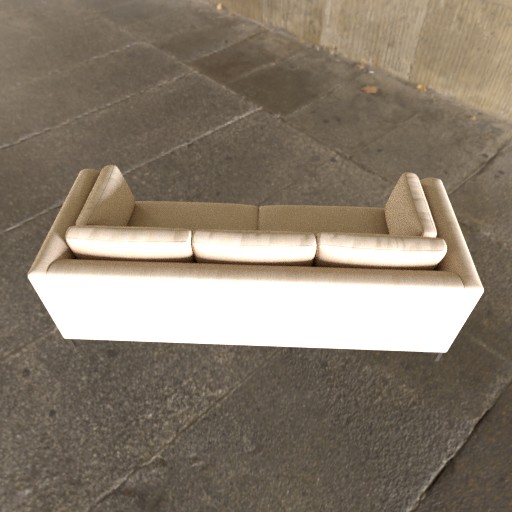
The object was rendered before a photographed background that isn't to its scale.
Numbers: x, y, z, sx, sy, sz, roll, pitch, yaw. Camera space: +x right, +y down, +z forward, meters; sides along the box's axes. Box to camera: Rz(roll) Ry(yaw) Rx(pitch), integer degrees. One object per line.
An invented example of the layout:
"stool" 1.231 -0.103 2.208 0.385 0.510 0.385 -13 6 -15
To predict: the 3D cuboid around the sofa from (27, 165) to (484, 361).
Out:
"sofa" 0.000 0.000 2.883 2.415 0.867 0.969 2 47 2
